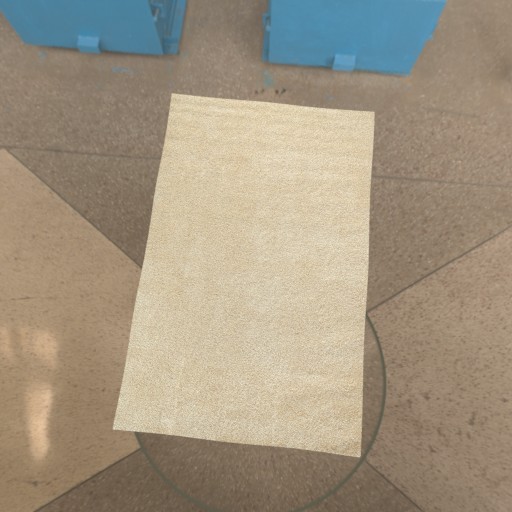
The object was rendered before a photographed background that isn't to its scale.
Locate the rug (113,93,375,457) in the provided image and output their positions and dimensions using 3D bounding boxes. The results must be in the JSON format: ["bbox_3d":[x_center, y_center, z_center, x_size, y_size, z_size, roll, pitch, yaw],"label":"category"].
[{"bbox_3d":[0.000,0.000,2.971,1.500,0.025,2.346,6,75,2],"label":"rug"}]
